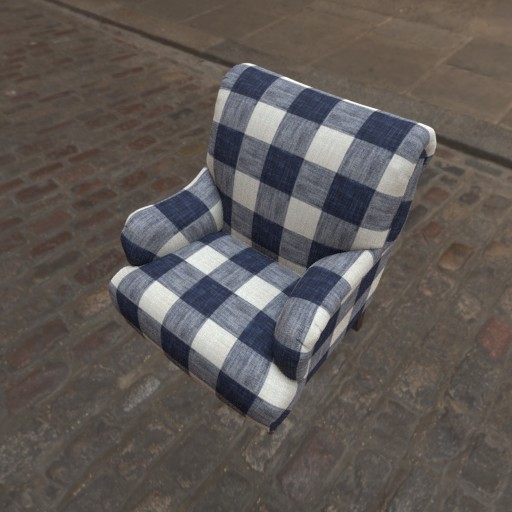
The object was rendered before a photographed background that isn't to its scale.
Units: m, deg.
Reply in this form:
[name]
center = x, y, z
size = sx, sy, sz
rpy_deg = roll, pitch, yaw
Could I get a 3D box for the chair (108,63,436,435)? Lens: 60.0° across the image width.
[chair]
center = 0.000, 0.000, 1.566
size = 0.781, 0.953, 0.848
rpy_deg = 31, 54, 26
